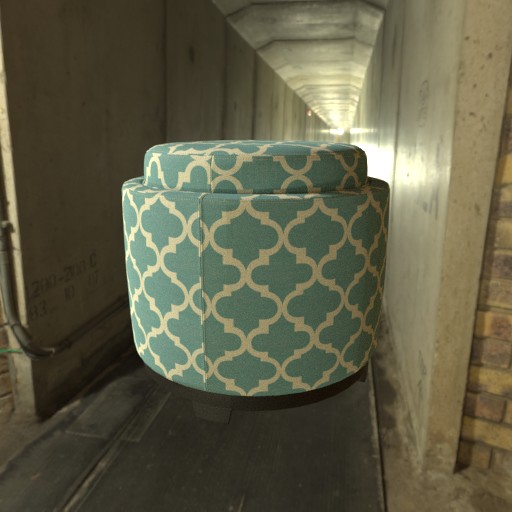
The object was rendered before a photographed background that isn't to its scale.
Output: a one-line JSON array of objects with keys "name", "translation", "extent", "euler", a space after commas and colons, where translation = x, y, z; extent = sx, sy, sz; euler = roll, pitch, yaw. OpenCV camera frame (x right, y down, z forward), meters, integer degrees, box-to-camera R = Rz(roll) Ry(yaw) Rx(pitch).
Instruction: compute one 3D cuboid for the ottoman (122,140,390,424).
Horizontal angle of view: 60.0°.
[{"name": "ottoman", "translation": [0.000, 0.000, 0.852], "extent": [0.480, 0.429, 0.480], "euler": [0, 16, 0]}]
